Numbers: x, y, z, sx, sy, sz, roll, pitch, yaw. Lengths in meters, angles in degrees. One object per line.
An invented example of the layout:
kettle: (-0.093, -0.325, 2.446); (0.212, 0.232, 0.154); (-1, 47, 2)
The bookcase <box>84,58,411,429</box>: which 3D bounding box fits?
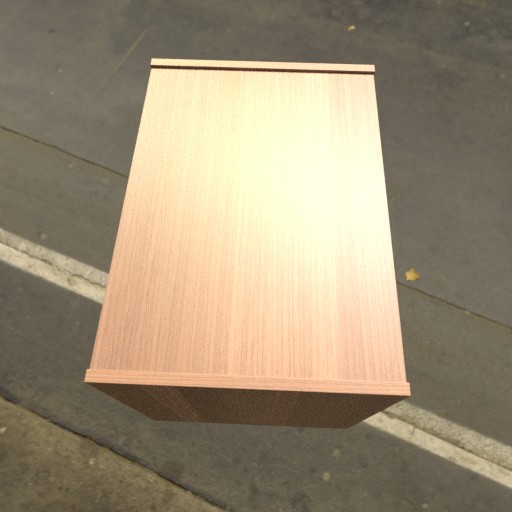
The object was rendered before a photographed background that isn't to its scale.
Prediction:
bookcase: (0.000, 0.000, 0.622); (0.290, 0.305, 0.415); (2, 64, 1)
